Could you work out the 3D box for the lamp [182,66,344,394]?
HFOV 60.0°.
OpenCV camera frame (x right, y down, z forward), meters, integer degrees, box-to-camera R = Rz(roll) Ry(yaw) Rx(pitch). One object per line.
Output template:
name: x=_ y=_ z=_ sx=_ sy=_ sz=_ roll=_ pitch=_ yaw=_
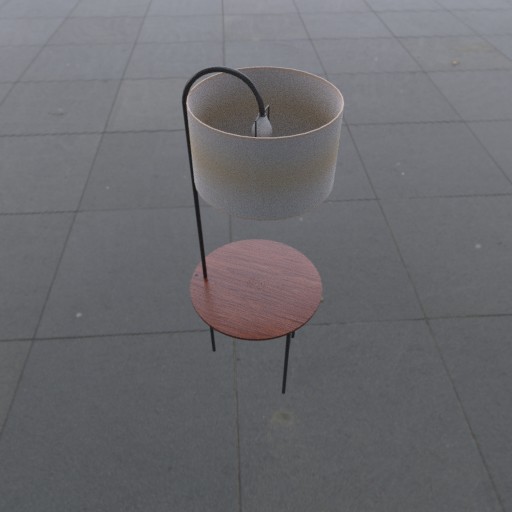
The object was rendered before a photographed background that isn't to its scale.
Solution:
lamp: x=0.000 y=0.000 z=1.810 sx=0.573 sy=1.517 sz=0.573 roll=0 pitch=45 yaw=0
